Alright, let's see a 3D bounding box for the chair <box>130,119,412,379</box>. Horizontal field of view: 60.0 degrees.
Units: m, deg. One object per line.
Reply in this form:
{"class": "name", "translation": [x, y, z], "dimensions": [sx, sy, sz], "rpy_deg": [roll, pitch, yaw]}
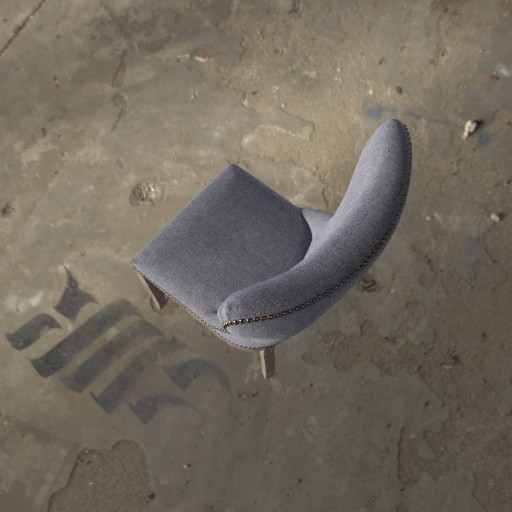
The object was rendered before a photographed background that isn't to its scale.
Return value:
{"class": "chair", "translation": [0.000, 0.000, 1.446], "dimensions": [0.681, 1.002, 0.654], "rpy_deg": [36, 69, 16]}
